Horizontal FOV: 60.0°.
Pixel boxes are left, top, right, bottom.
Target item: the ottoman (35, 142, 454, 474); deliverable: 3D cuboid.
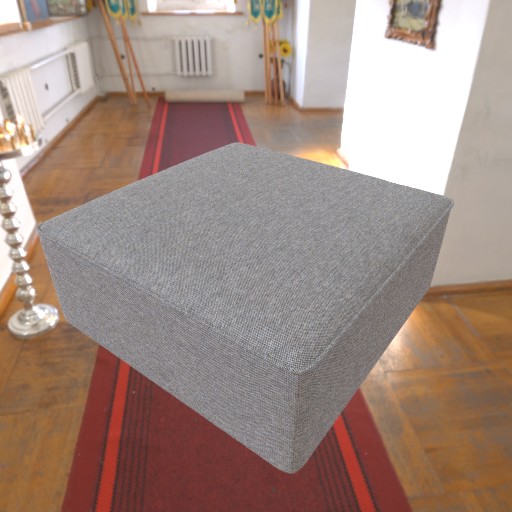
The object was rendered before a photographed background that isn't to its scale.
[{"bbox_3d":[0.000,0.000,1.550,1.005,0.455,1.005,23,39,30],"label":"ottoman"}]
